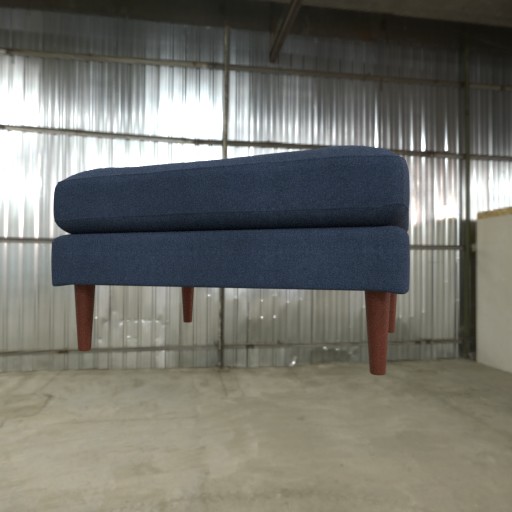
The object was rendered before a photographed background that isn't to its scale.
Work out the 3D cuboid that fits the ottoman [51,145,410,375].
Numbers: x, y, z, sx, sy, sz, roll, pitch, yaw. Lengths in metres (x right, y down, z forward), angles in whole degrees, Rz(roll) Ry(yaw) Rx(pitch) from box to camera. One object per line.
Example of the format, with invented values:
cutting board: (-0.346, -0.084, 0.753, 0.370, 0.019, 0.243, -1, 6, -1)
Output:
ottoman: (0.000, 0.000, 1.251, 0.821, 0.474, 0.693, 0, -1, 19)
